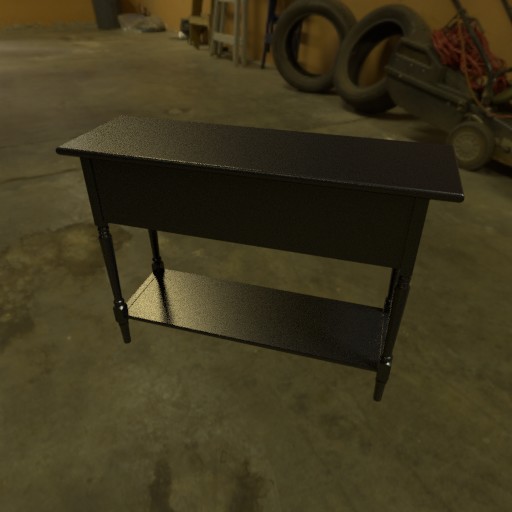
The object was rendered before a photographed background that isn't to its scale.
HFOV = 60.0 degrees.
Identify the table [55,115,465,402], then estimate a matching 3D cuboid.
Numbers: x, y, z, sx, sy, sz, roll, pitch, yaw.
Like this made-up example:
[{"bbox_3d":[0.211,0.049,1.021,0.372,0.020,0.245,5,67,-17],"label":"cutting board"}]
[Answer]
[{"bbox_3d":[0.000,0.000,1.609,1.191,0.819,0.386,9,34,14],"label":"table"}]
